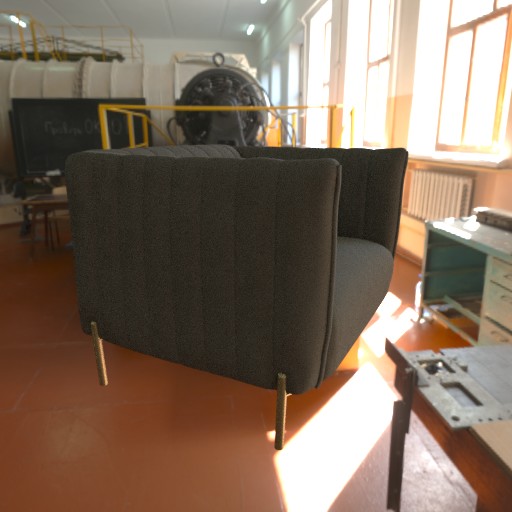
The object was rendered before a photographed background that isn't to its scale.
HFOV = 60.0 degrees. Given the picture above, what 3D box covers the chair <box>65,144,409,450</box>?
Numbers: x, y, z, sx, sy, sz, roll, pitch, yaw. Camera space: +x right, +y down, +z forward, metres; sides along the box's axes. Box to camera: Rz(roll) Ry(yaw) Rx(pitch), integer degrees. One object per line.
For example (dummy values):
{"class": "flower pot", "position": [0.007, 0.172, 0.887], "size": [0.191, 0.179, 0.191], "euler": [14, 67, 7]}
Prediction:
{"class": "chair", "position": [0.000, 0.000, 1.627], "size": [0.873, 0.779, 0.981], "euler": [8, 17, 27]}
